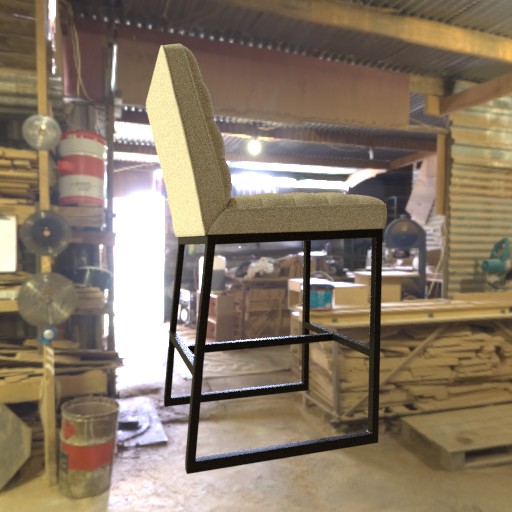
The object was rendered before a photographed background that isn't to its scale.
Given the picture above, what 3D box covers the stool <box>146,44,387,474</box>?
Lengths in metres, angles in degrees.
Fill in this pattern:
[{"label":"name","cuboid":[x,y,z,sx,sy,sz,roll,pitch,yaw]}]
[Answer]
[{"label":"stool","cuboid":[0.000,0.000,1.236,0.560,0.940,0.460,-1,2,-18]}]
